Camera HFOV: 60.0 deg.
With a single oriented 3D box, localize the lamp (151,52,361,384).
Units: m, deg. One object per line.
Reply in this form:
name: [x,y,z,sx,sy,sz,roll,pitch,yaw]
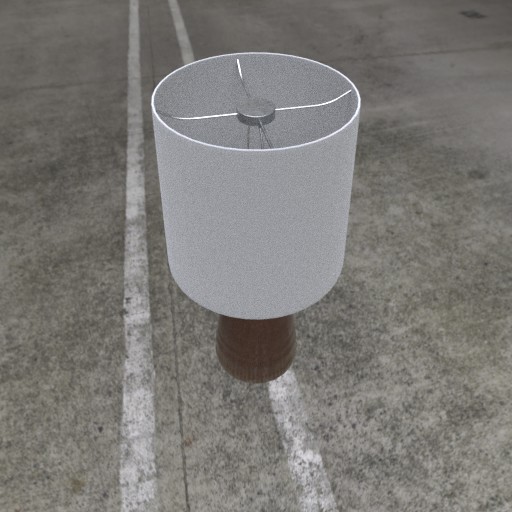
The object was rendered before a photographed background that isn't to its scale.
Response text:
lamp: [0.000,0.000,0.483,0.186,0.369,0.186,0,46,0]
